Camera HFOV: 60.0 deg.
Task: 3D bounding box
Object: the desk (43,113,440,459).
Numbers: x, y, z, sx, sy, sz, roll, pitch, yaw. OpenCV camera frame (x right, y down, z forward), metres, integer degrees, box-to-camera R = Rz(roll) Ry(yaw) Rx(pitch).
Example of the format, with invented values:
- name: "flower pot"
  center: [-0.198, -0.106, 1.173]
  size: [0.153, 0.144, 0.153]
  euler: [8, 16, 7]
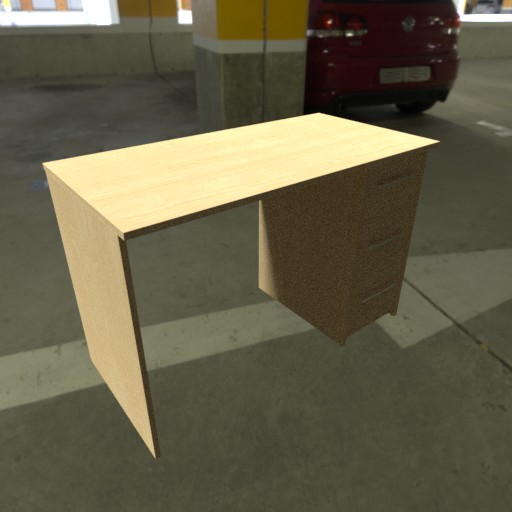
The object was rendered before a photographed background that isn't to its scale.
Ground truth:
- name: "desk"
  center: [0.000, 0.000, 1.537]
  size: [1.097, 0.735, 0.560]
  euler: [-21, 36, -32]
